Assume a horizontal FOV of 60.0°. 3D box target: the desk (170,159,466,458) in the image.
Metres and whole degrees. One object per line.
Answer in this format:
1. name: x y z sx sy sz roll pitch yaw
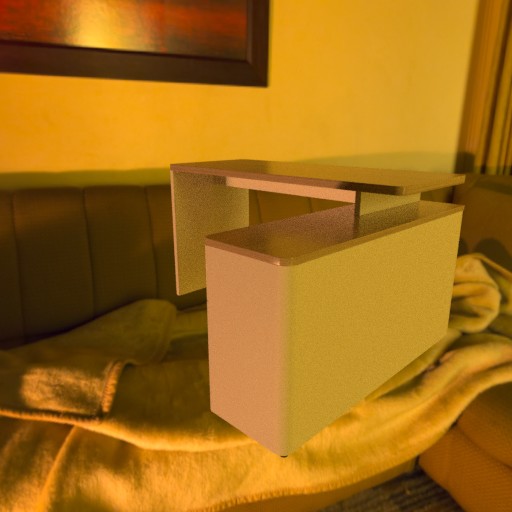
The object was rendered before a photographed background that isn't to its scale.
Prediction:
1. desk: 0.000 0.000 2.080 1.400 0.770 1.175 16 22 43
